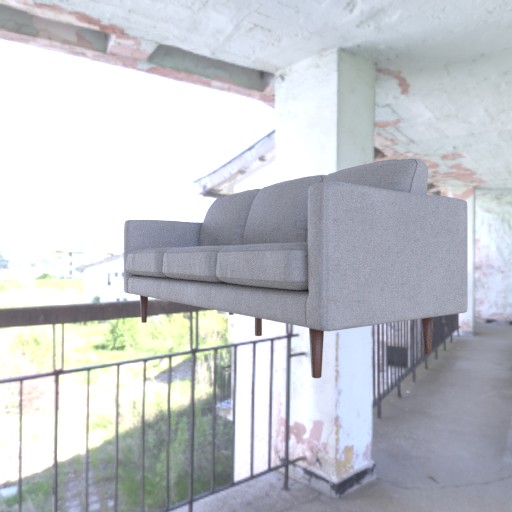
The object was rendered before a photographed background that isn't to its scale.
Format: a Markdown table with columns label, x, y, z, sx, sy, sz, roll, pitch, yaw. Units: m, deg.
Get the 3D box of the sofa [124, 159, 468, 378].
| label | x | y | z | sx | sy | sz | roll | pitch | yaw |
| --- | --- | --- | --- | --- | --- | --- | --- | --- | --- |
| sofa | 0.000 | 0.000 | 2.538 | 0.944 | 0.918 | 1.983 | 0 | 0 | -36 |
